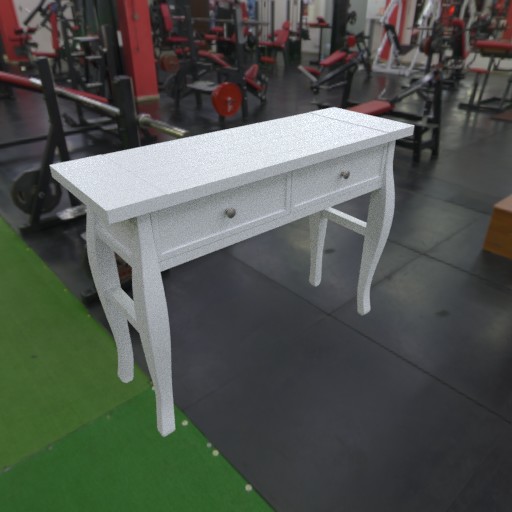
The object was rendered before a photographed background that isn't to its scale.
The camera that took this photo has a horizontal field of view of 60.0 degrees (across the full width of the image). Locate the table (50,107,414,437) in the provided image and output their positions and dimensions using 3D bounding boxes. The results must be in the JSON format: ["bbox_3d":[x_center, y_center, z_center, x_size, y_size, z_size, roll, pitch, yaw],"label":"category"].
[{"bbox_3d":[0.000,0.000,1.489,1.062,0.768,0.373,-22,37,-33],"label":"table"}]
